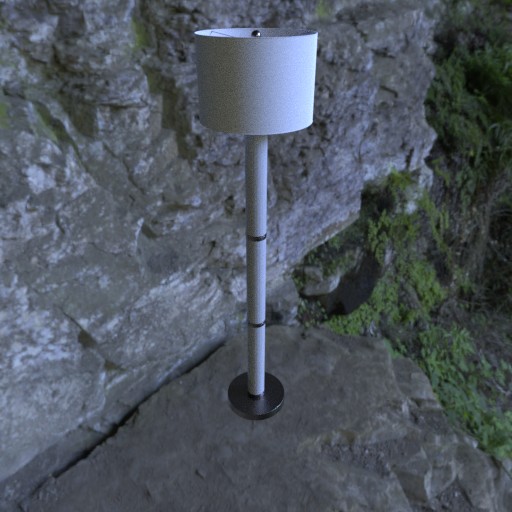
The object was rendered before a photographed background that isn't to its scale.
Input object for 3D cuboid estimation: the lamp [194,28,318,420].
[{"bbox_3d":[0.000,0.000,1.757,0.377,1.599,0.377,22,37,32],"label":"lamp"}]
